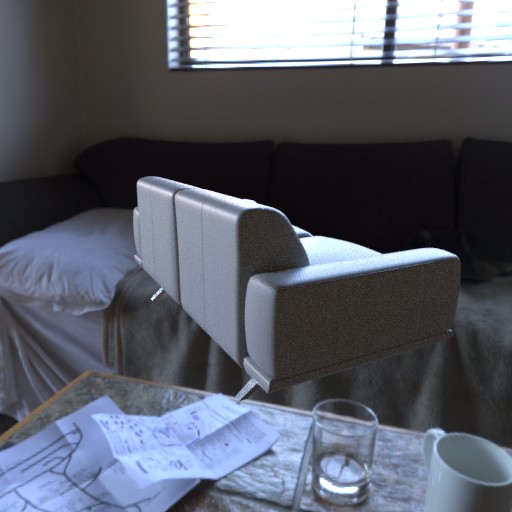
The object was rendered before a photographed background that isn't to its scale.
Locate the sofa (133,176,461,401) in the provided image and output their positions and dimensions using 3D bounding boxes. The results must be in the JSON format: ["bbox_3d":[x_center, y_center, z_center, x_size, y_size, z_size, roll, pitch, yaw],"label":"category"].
[{"bbox_3d":[0.000,0.000,2.387,0.900,0.772,1.901,-8,17,-27],"label":"sofa"}]
